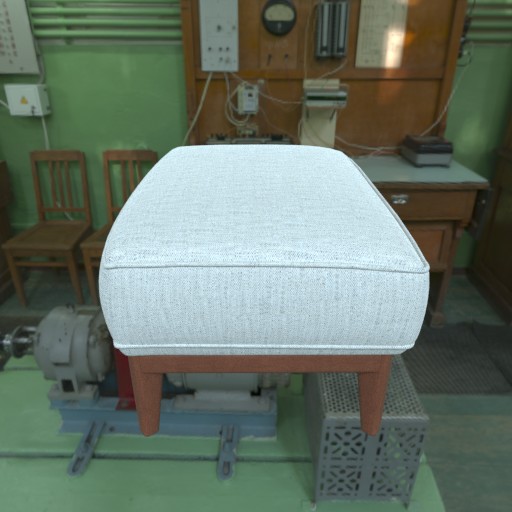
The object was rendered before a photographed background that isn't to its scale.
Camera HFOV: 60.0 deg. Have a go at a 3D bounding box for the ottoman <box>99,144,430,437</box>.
[{"bbox_3d":[0.000,0.000,1.138,0.594,0.465,0.794,0,27,0],"label":"ottoman"}]
